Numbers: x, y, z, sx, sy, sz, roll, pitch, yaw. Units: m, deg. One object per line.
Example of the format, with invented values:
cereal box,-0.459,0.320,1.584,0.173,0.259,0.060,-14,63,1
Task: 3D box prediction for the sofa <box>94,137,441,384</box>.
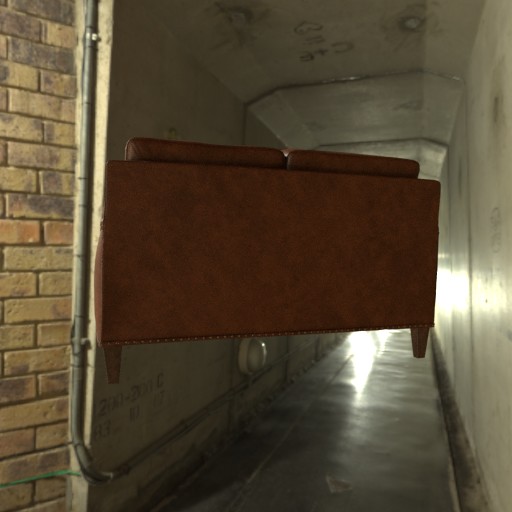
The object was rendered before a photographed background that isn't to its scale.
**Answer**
sofa,0.000,0.000,2.365,1.628,1.003,1.083,0,0,-18
